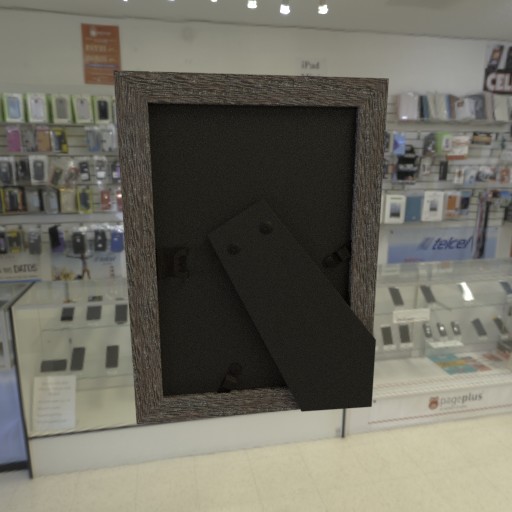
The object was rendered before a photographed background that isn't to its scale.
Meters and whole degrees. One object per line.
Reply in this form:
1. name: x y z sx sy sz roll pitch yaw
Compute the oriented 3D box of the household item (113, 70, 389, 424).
1. household item: 0.000 0.000 0.237 0.133 0.180 0.020 -2 13 -9
